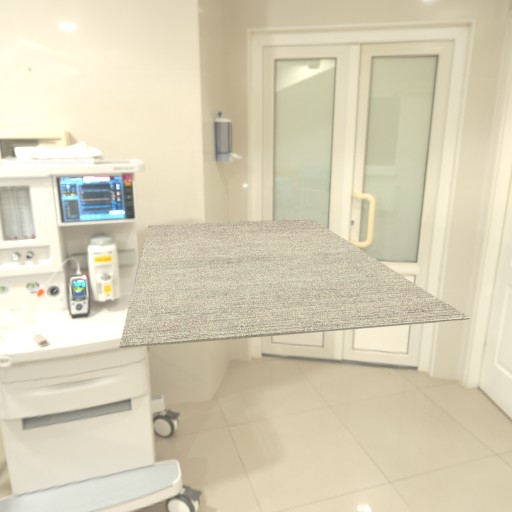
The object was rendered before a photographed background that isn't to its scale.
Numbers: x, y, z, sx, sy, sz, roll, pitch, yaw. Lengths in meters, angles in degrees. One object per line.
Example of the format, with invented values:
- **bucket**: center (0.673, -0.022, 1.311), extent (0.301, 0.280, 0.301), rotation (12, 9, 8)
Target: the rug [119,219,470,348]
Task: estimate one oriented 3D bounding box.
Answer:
- **rug**: center (0.000, 0.000, 2.263), extent (1.162, 0.022, 1.804), rotation (-3, 16, -10)
